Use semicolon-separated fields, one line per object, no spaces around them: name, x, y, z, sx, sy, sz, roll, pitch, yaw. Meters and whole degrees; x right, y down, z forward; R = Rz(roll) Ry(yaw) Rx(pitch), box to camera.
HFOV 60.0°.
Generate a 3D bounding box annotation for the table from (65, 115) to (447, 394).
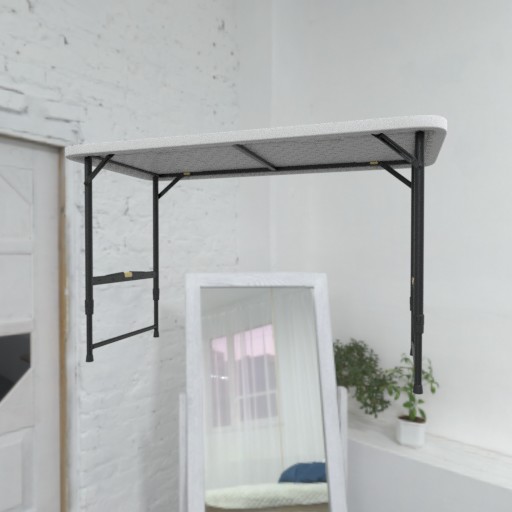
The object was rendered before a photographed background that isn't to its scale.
table;0.000;0.000;1.587;1.219;0.737;0.610;0;1;18
